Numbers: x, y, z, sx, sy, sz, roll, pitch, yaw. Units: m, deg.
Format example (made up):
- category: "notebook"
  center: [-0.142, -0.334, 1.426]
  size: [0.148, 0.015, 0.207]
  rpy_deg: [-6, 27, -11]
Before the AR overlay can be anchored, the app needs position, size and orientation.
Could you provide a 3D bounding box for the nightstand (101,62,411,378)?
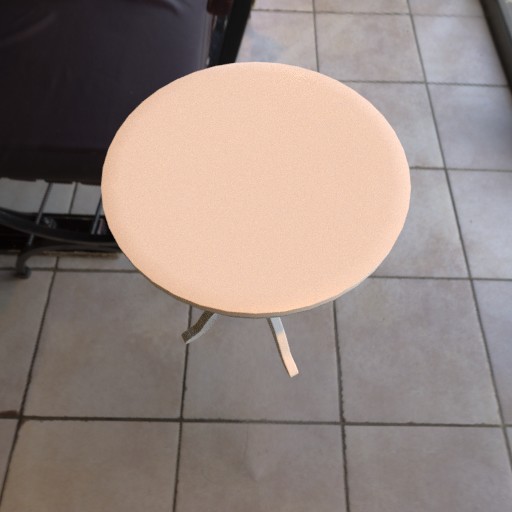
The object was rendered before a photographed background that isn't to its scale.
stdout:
- category: "nightstand"
  center: [0.000, 0.000, 1.033]
  size: [0.513, 0.653, 0.513]
  rpy_deg: [-16, 64, -8]
